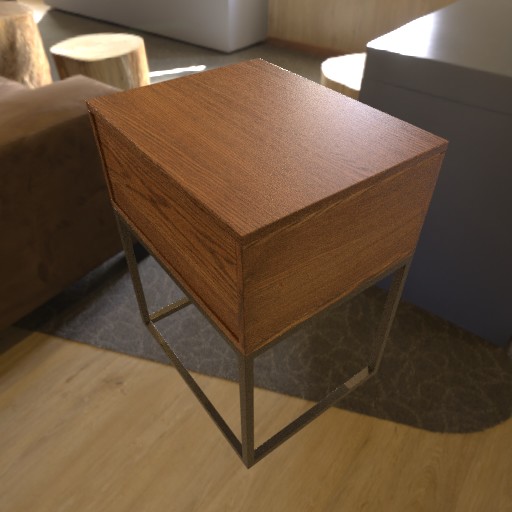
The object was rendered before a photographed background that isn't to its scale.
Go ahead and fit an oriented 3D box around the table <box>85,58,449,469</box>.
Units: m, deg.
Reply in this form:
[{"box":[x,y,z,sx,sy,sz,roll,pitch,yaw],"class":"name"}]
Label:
[{"box":[0.000,0.000,0.935,0.400,0.610,0.482,-26,48,-27],"class":"table"}]
